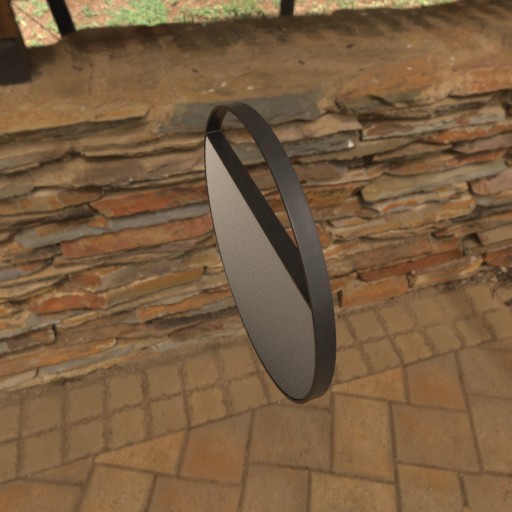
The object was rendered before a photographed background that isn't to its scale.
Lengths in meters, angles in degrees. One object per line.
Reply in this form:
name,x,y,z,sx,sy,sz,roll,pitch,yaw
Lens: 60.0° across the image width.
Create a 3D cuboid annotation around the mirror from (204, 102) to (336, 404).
mirror,0.000,0.000,0.857,0.032,0.565,0.565,-16,48,-15
